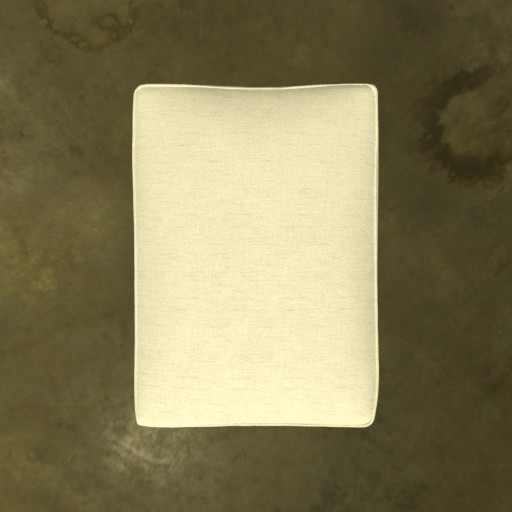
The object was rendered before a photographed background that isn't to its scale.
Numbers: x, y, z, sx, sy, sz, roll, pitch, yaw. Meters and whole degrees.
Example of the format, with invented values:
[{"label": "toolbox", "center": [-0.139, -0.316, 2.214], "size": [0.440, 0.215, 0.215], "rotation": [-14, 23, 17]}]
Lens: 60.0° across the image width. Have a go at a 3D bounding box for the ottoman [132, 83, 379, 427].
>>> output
[{"label": "ottoman", "center": [0.000, 0.000, 0.978], "size": [0.501, 0.406, 0.665], "rotation": [0, 91, 0]}]
